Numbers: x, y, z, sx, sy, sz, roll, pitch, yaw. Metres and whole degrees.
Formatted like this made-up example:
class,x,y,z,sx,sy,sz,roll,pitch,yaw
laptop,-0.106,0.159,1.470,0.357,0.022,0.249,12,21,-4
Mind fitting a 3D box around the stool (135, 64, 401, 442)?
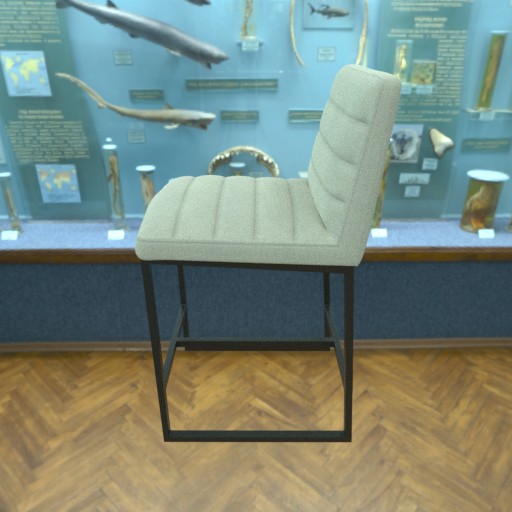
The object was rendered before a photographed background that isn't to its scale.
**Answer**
class,x,y,z,sx,sy,sz,roll,pitch,yaw
stool,0.000,0.000,1.242,0.567,0.971,0.459,0,26,0
